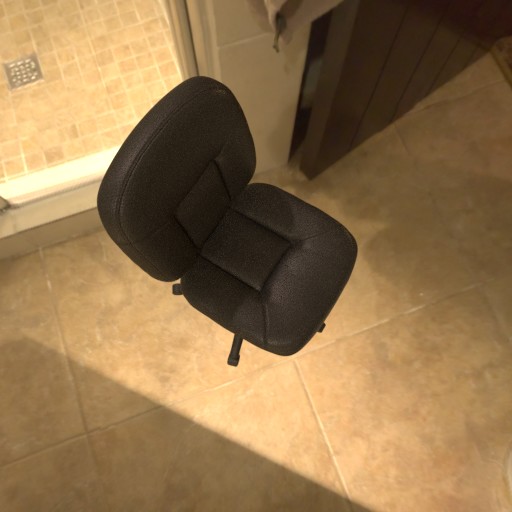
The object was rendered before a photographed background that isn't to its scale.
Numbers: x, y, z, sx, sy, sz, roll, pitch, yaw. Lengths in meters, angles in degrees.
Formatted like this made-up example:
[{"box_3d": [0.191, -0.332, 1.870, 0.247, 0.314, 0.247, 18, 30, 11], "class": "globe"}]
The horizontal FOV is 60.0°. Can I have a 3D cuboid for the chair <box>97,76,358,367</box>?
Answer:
[{"box_3d": [0.000, 0.000, 1.390, 0.646, 0.959, 0.647, 32, 76, 9], "class": "chair"}]
